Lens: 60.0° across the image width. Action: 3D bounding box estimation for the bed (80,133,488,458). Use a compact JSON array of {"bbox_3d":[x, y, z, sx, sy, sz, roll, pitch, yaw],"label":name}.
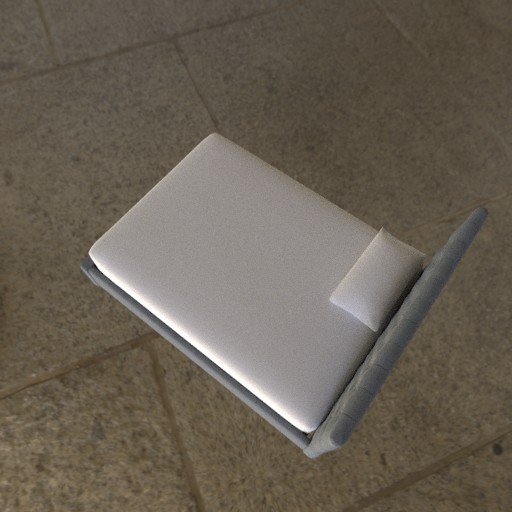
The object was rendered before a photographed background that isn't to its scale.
[{"bbox_3d":[0.000,0.000,3.331,2.335,1.411,1.698,35,69,16],"label":"bed"}]
